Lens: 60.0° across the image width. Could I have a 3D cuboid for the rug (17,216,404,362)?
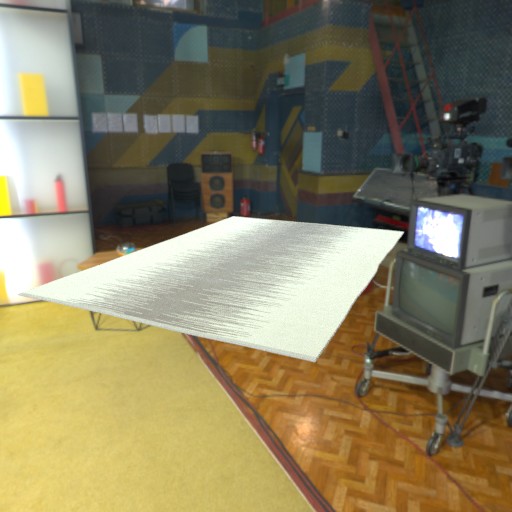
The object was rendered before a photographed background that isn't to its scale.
[{"bbox_3d":[0.000,0.000,2.278,1.226,0.007,1.815,7,18,24],"label":"rug"}]
